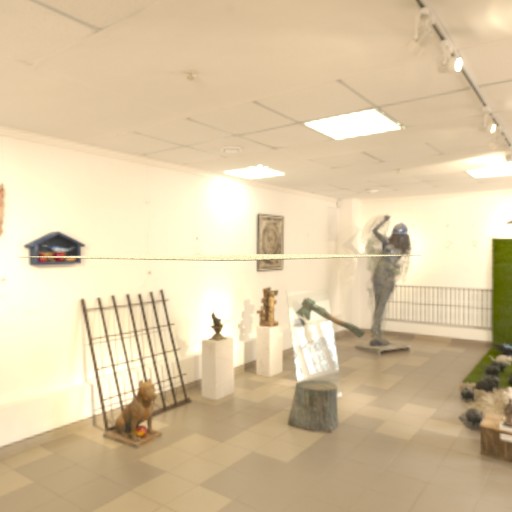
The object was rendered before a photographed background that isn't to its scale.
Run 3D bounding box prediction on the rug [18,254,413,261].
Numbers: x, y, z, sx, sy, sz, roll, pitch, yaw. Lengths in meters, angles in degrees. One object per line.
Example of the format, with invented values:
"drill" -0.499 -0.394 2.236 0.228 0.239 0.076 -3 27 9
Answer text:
"rug" 0.000 0.000 3.014 1.524 0.005 2.439 0 1 36
